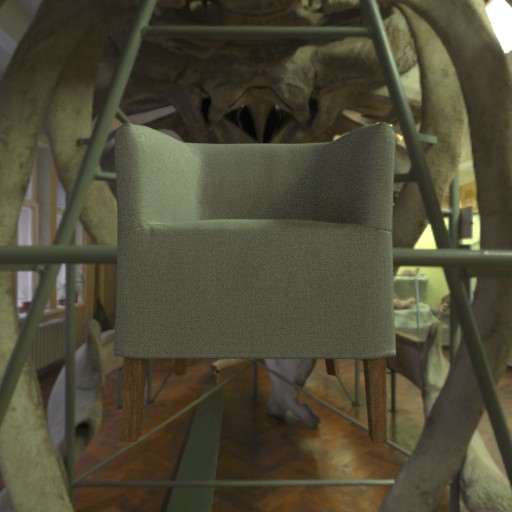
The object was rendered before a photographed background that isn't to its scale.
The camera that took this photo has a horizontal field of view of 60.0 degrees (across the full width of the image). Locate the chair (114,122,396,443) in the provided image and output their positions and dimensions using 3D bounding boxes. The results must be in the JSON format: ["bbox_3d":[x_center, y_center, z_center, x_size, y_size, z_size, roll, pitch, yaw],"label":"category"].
[{"bbox_3d":[0.000,0.000,1.234,0.600,0.771,0.668,0,0,1],"label":"chair"}]
